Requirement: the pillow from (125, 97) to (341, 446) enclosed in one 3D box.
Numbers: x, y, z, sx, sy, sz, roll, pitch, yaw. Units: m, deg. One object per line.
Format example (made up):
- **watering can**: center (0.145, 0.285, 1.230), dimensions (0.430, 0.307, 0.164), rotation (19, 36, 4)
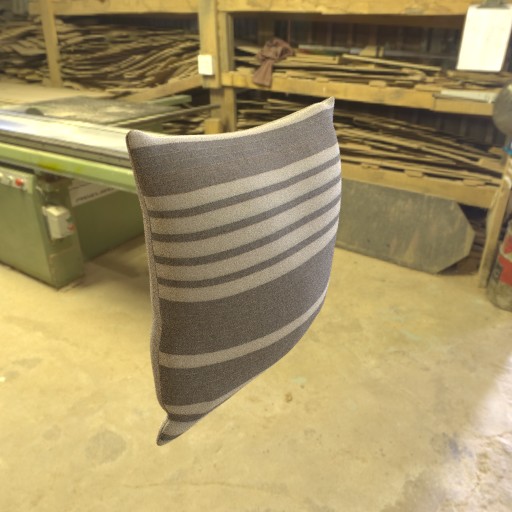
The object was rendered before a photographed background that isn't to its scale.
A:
- **pillow**: center (0.000, 0.000, 0.684), dimensions (0.182, 0.440, 0.439), rotation (19, 32, 33)
